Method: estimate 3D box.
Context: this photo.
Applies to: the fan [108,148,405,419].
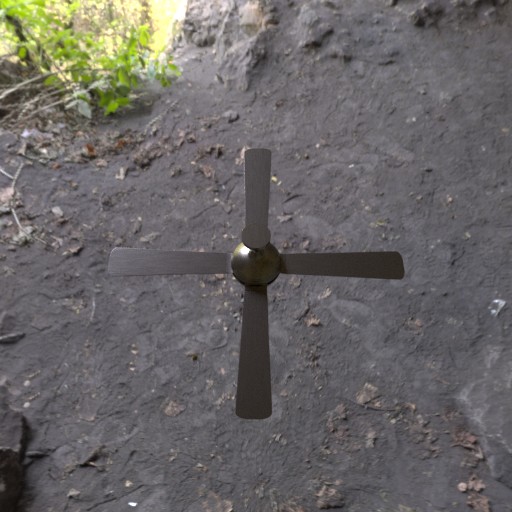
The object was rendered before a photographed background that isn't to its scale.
[{"bbox_3d":[0.000,0.000,2.010,1.321,0.381,1.321,19,65,10],"label":"fan"}]
